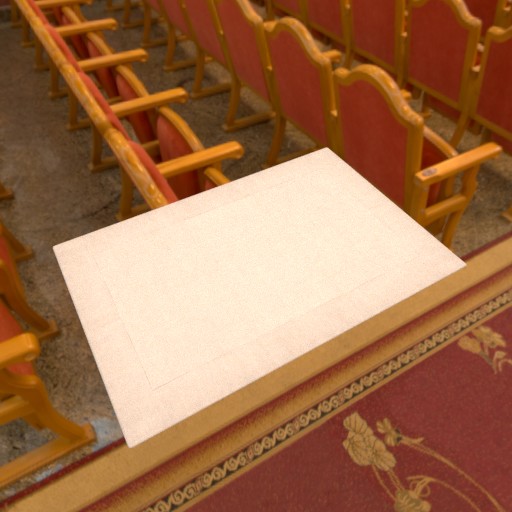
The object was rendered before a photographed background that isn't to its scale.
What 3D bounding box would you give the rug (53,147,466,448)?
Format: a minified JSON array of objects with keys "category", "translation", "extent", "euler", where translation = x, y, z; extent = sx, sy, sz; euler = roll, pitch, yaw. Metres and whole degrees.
[{"category":"rug","translation":[0.000,0.000,2.344],"extent":[1.829,0.013,1.219],"euler":[-24,52,-20]}]
